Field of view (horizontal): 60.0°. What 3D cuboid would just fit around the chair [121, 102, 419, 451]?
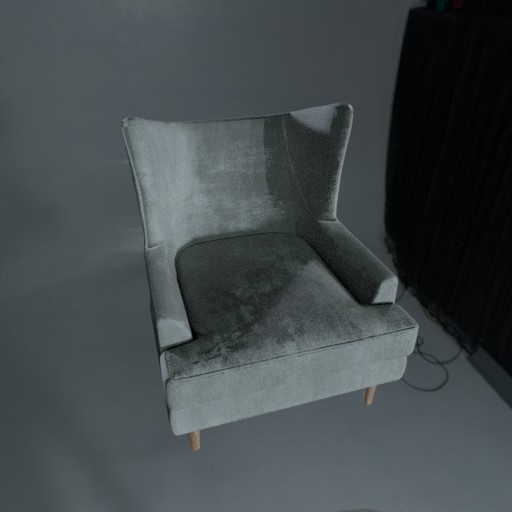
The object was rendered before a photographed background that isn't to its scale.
[{"bbox_3d":[0.000,0.000,1.578,0.784,0.950,0.906,-9,32,-15],"label":"chair"}]
